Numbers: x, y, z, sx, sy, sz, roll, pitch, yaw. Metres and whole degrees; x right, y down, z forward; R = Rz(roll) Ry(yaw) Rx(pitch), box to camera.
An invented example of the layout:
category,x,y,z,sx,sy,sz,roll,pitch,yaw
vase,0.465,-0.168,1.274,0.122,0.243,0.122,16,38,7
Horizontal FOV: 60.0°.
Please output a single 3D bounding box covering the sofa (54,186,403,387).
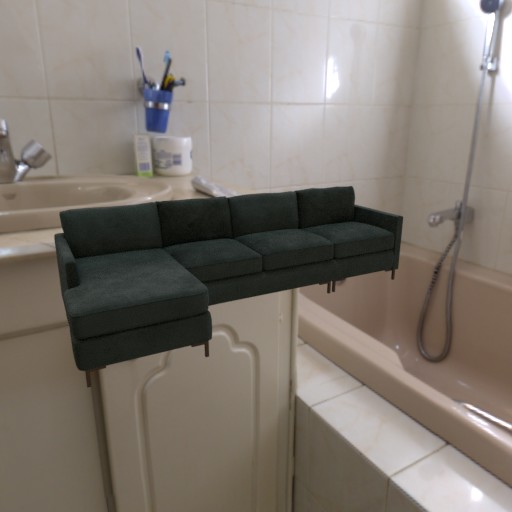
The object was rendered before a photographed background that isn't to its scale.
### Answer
category,x,y,z,sx,sy,sz,roll,pitch,yaw
sofa,0.000,0.000,4.149,3.400,0.967,1.500,-9,19,-26
